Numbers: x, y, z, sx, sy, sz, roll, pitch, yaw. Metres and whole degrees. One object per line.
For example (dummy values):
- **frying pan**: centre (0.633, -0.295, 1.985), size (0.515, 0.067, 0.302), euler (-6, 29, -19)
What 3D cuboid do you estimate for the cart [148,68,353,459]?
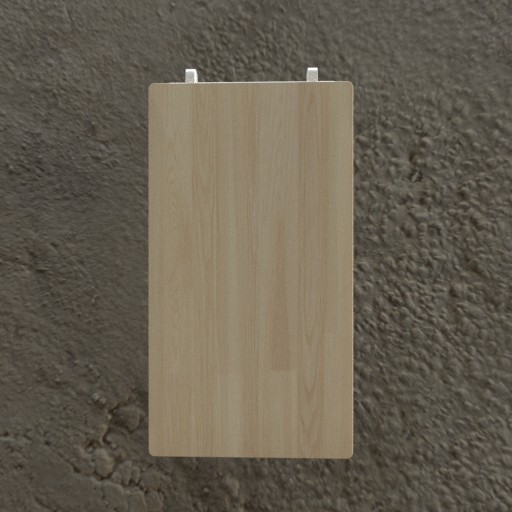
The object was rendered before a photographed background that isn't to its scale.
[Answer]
- **cart**: centre (0.000, 0.000, 1.451), size (0.457, 0.927, 0.899), euler (0, 90, 2)
